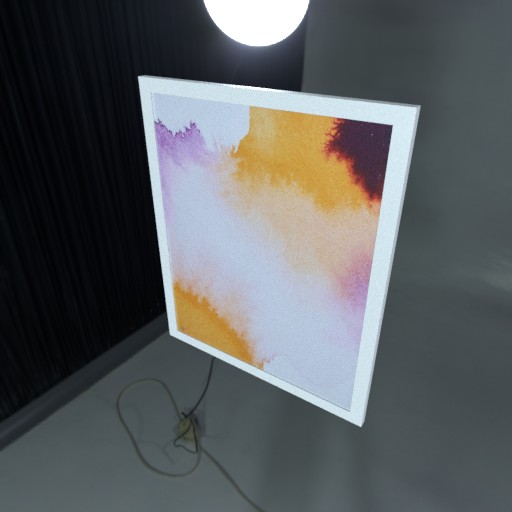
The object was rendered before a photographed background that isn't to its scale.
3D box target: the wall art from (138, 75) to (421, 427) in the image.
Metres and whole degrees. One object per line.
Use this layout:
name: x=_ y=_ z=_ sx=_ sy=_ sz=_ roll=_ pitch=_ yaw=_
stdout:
wall art: x=0.000 y=0.000 z=0.638 sx=0.382 sy=0.456 sz=0.013 roll=18 pitch=34 yaw=29
